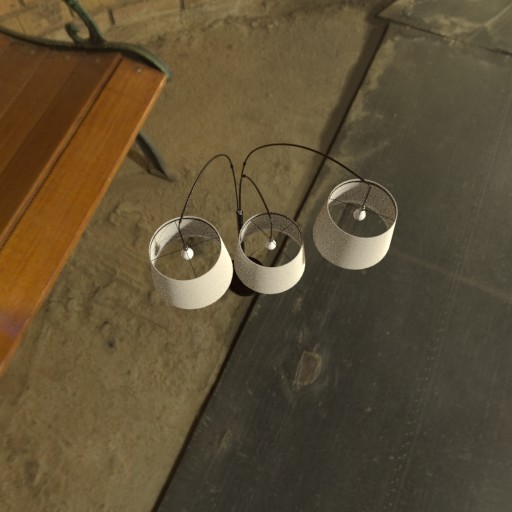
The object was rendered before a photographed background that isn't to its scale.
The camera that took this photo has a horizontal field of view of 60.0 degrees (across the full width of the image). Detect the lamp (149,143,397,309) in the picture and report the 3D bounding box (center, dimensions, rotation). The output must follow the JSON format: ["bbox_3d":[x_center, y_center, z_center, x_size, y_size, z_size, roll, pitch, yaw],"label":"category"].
[{"bbox_3d":[0.000,0.000,2.439,0.951,1.950,0.924,-12,65,-6],"label":"lamp"}]
